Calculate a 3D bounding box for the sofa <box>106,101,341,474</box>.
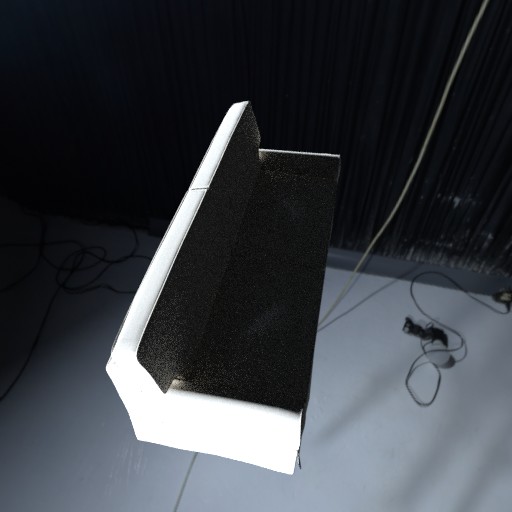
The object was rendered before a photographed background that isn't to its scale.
[{"bbox_3d":[0.000,0.000,2.557,0.862,0.937,2.021,9,48,8],"label":"sofa"}]
